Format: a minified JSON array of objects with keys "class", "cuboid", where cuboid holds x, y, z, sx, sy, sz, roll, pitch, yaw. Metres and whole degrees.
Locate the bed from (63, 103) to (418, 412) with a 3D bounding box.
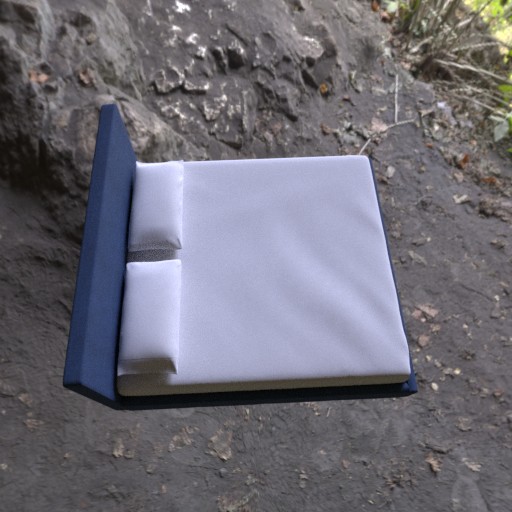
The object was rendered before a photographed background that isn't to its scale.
[{"class":"bed","cuboid":[0.000,0.000,3.432,2.232,1.231,2.096,-2,64,-1]}]
